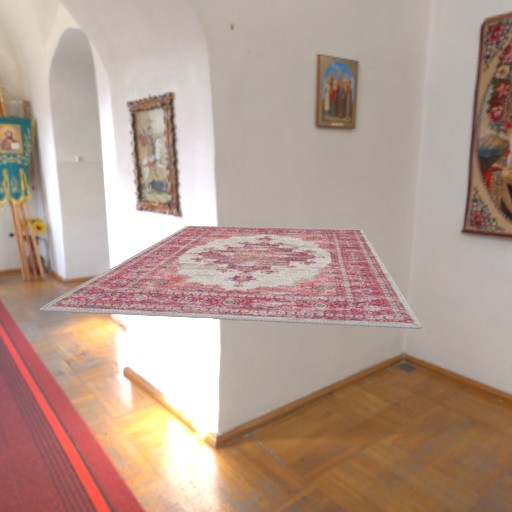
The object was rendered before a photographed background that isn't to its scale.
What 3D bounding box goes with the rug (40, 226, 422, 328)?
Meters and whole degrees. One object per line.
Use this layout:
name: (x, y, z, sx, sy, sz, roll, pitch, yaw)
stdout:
rug: (0.000, 0.000, 2.841, 1.555, 0.011, 2.232, 2, 13, 7)
